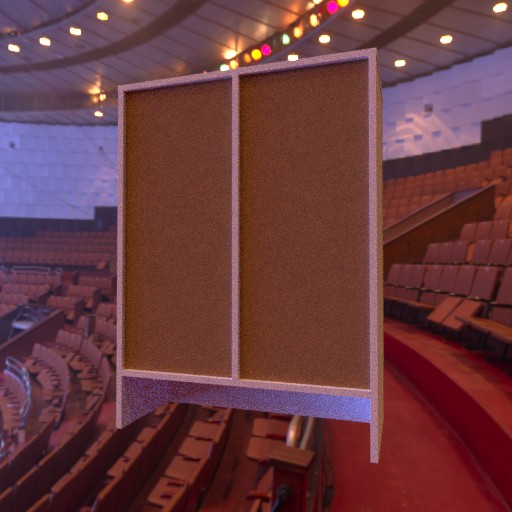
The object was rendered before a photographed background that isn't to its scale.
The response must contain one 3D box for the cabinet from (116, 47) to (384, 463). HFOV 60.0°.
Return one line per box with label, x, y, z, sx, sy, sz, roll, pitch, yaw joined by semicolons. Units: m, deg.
cabinet;0.000;0.000;1.102;0.600;0.815;0.296;0;-1;18
